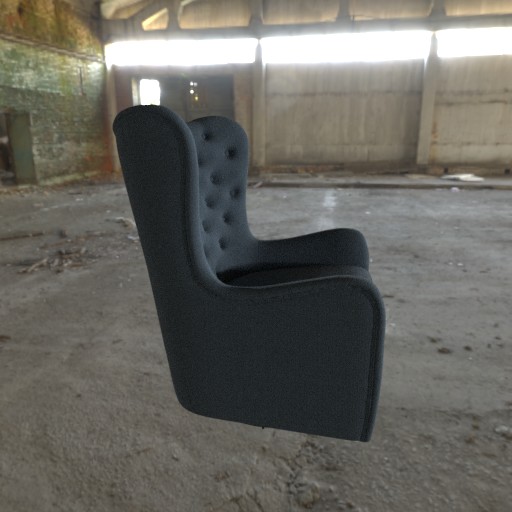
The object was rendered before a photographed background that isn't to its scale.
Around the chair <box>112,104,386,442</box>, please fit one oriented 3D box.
[{"bbox_3d":[0.000,0.000,1.729,0.930,1.079,0.831,3,15,10],"label":"chair"}]
